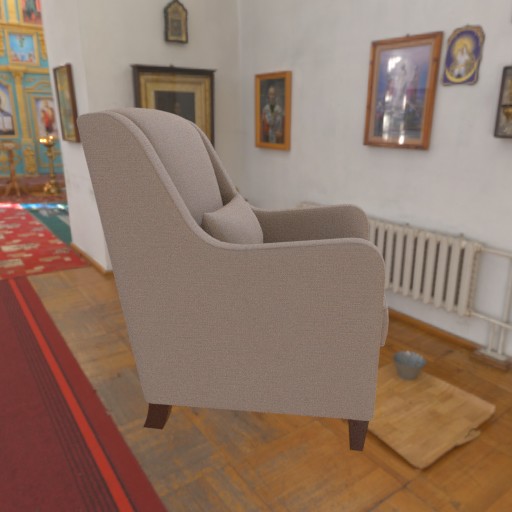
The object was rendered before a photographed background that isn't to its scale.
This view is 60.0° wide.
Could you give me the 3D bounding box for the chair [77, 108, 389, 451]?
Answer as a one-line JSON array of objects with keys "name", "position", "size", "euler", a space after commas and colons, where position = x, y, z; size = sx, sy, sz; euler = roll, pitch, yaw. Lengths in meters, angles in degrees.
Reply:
[{"name": "chair", "position": [0.000, 0.000, 1.599], "size": [0.896, 1.017, 0.715], "euler": [3, 16, 9]}]
